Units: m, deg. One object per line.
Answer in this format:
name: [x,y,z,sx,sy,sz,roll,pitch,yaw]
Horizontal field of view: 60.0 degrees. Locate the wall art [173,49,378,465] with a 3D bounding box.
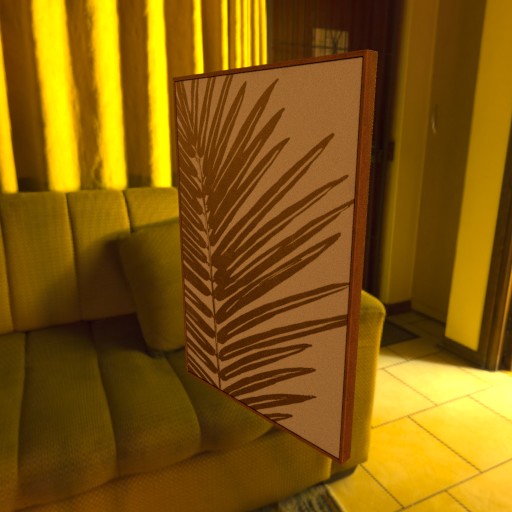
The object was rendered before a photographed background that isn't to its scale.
wall art: [0.000,0.000,1.155,0.610,0.914,0.037,15,21,42]
